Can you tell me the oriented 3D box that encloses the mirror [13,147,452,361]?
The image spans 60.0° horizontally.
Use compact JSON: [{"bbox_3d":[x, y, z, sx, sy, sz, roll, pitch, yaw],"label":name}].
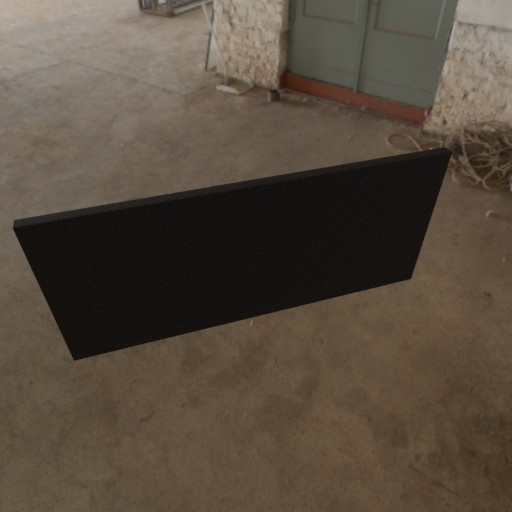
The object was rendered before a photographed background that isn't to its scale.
[{"bbox_3d":[0.000,0.000,1.785,1.584,0.692,0.047,-12,43,-13],"label":"mirror"}]
